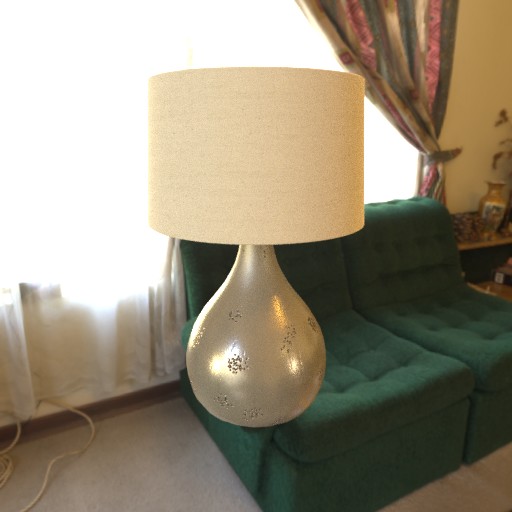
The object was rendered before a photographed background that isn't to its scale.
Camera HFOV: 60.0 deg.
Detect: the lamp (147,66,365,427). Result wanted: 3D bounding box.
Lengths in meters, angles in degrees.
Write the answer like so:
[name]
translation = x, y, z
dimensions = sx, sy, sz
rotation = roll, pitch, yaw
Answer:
[lamp]
translation = 0.000, 0.000, 0.709
dimensions = 0.330, 0.521, 0.330
rotation = 0, 15, 0
